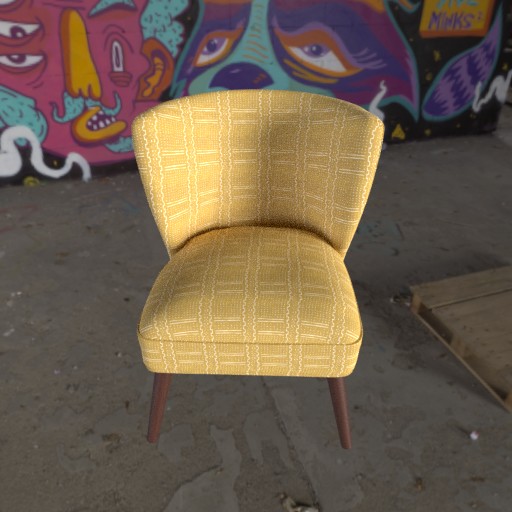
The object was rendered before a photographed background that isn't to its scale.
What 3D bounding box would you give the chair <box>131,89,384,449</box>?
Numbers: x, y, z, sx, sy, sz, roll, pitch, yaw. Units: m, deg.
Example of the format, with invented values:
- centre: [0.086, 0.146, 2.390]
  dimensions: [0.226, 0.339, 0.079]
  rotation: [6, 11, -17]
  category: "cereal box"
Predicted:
- centre: [0.000, 0.000, 1.400]
  dimensions: [0.706, 0.866, 0.758]
  rotation: [1, 32, 2]
  category: "chair"
